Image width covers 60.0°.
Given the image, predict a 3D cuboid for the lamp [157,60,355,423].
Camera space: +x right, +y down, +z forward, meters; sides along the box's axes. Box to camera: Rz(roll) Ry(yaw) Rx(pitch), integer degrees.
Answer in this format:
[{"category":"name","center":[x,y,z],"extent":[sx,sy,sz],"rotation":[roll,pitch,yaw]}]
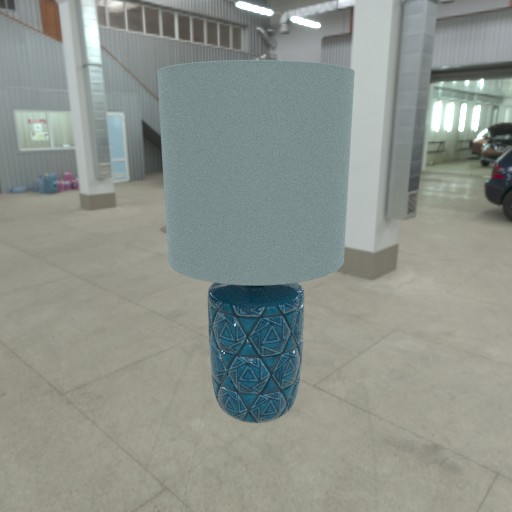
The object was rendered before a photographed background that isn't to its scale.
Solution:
[{"category":"lamp","center":[0.000,0.000,0.494],"extent":[0.193,0.377,0.193],"rotation":[2,16,7]}]
